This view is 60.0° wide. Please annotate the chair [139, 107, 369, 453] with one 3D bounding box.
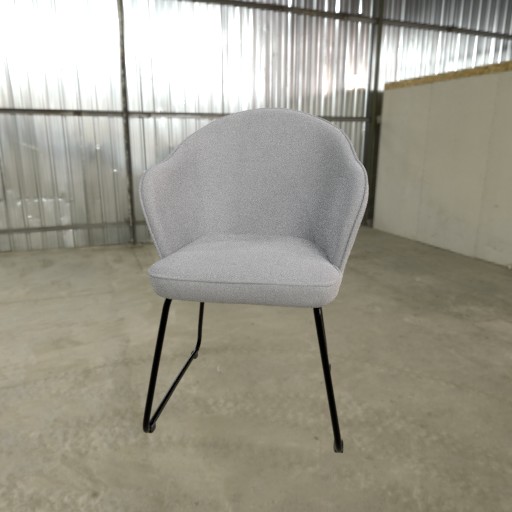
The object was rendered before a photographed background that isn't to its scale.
[{"bbox_3d":[0.000,0.000,1.237,0.570,0.817,0.592,2,16,8],"label":"chair"}]
